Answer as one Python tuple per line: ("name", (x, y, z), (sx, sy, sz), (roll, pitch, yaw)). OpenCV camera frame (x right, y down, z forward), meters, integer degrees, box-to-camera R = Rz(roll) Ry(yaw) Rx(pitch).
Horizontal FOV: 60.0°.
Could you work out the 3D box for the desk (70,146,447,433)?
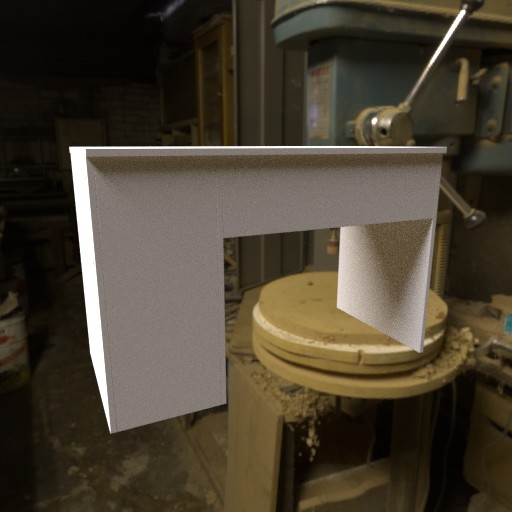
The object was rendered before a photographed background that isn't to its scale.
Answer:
("desk", (0.000, 0.000, 1.531), (1.096, 0.730, 0.560), (-7, 16, -25))
